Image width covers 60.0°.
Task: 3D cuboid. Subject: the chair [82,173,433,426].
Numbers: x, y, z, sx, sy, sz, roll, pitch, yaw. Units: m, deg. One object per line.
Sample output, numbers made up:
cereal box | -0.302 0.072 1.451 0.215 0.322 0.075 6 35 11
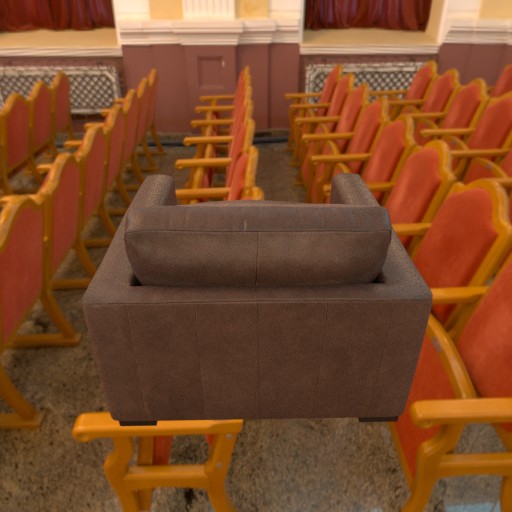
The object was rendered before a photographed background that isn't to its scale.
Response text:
chair | 0.000 0.000 1.836 1.100 0.812 1.069 -1 31 -1
